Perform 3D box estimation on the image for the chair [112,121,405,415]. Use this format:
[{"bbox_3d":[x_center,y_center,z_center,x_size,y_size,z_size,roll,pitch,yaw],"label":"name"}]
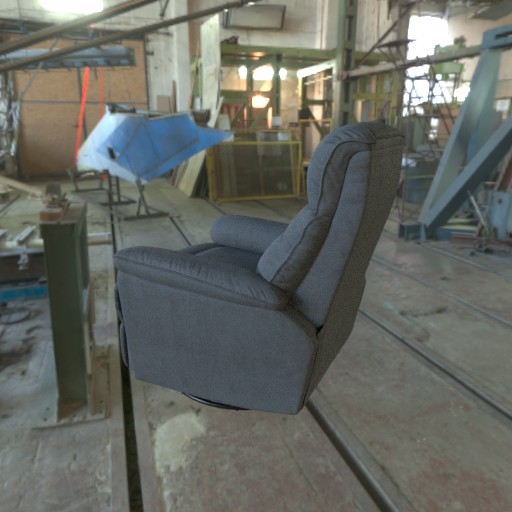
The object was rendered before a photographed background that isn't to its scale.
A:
[{"bbox_3d":[0.000,0.000,1.793,1.004,1.037,0.820,8,18,25],"label":"chair"}]
